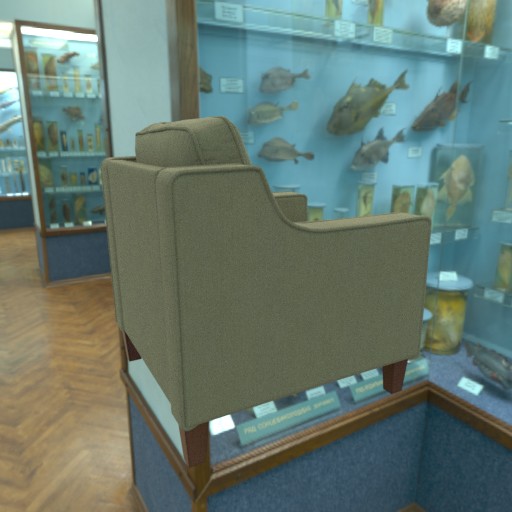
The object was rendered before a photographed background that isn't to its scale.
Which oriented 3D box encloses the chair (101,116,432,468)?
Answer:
[{"bbox_3d":[0.000,0.000,1.642,0.909,0.960,0.831,-8,17,-28],"label":"chair"}]
